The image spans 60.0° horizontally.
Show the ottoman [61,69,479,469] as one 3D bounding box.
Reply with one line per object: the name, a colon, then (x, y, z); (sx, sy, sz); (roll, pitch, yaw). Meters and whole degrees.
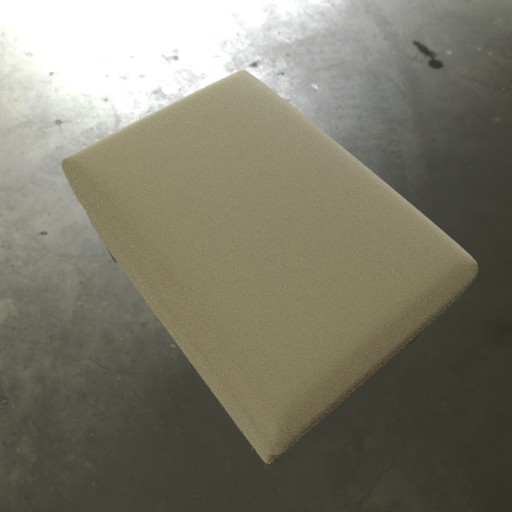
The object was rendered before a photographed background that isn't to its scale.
ottoman: (0.000, 0.000, 1.168); (0.581, 0.497, 0.835); (-34, 65, -19)
